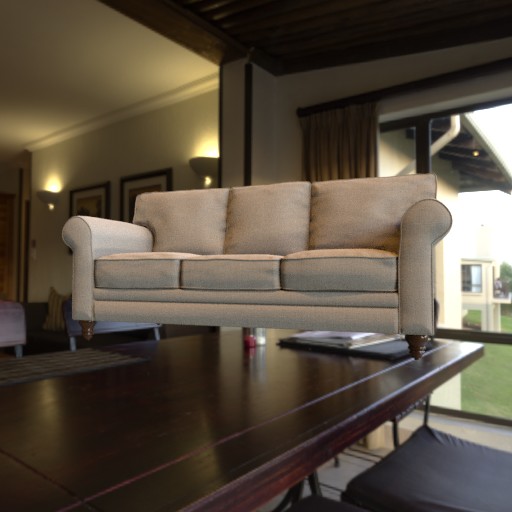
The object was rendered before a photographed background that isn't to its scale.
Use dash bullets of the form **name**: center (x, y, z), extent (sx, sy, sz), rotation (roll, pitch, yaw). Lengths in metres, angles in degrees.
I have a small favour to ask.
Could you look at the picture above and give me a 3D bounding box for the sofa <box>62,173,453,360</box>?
- **sofa**: center (0.000, 0.000, 2.607), extent (2.084, 0.961, 0.916), rotation (-1, -2, 19)
